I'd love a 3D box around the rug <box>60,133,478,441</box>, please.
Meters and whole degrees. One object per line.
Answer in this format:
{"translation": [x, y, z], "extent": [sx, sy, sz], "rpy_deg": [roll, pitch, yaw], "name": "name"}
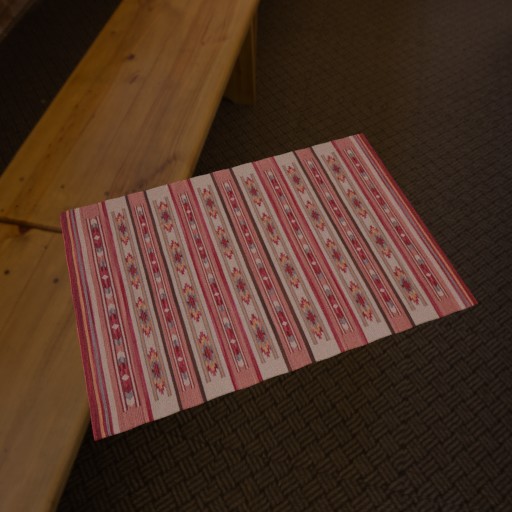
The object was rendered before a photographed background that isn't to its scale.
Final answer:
{"translation": [0.000, 0.000, 2.251], "extent": [1.817, 0.008, 1.223], "rpy_deg": [-17, 60, -10], "name": "rug"}
